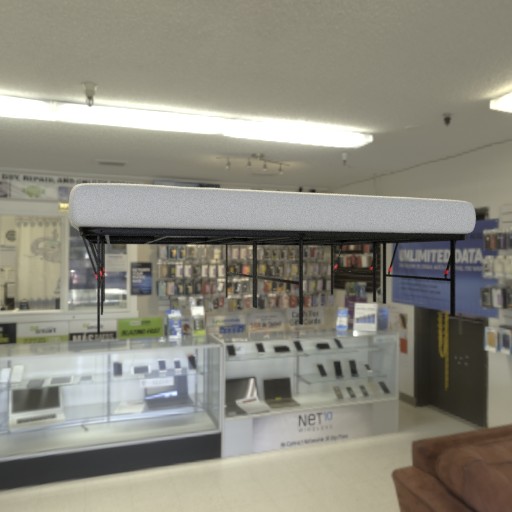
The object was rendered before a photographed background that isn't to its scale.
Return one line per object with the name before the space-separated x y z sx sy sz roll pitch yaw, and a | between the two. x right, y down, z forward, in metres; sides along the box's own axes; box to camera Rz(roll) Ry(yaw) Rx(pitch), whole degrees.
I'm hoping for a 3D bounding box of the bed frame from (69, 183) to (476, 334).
bed frame | 0.000 0.000 2.864 2.151 0.667 1.584 0 0 -18
